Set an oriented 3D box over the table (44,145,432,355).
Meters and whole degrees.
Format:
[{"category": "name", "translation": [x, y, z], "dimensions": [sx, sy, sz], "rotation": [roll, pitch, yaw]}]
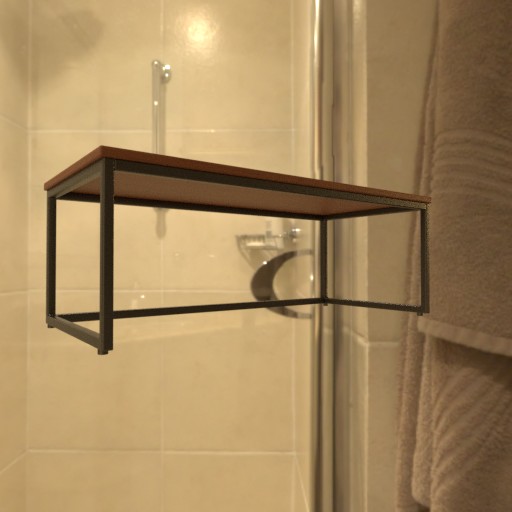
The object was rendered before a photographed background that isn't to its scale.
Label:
[{"category": "table", "translation": [0.000, 0.000, 1.358], "dimensions": [1.100, 0.400, 0.500], "rotation": [1, -1, -37]}]
